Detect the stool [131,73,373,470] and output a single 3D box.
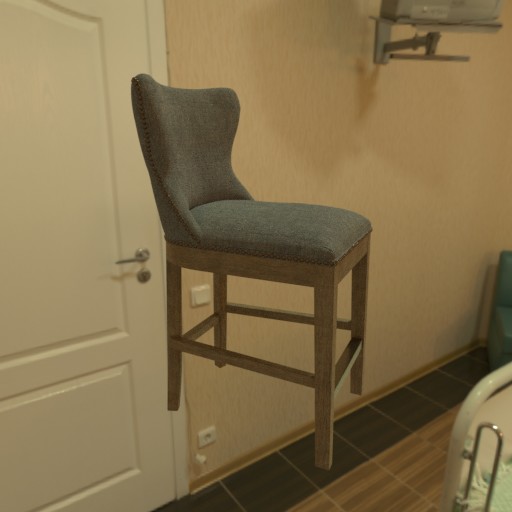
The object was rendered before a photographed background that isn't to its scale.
[{"bbox_3d":[0.000,0.000,1.310,0.608,0.981,0.498,7,17,24],"label":"stool"}]
